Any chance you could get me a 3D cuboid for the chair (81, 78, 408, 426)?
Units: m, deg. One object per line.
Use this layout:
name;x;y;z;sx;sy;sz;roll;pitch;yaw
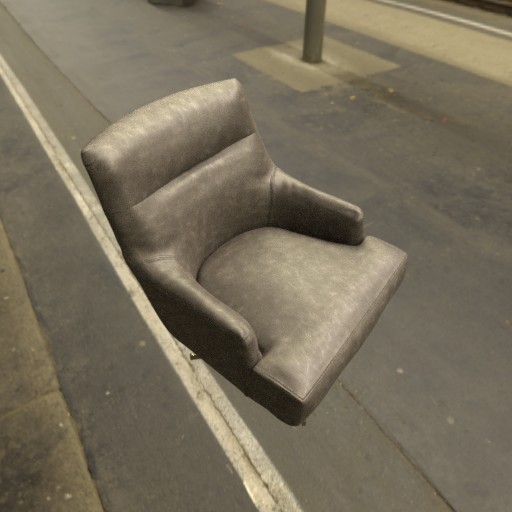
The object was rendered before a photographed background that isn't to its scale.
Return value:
chair;0.000;0.000;1.511;0.874;0.870;0.738;26;47;26
